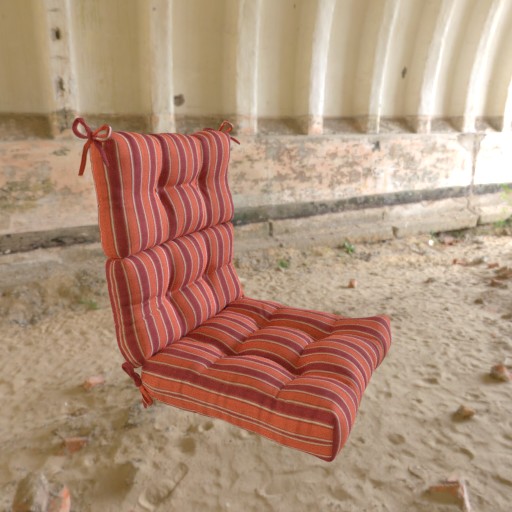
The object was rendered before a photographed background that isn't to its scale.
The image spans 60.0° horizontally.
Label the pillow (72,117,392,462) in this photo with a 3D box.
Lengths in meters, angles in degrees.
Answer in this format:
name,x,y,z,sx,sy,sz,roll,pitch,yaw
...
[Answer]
name,x,y,z,sx,sy,sz,roll,pitch,yaw
pillow,0.000,0.000,1.013,0.571,0.605,0.519,8,18,26
